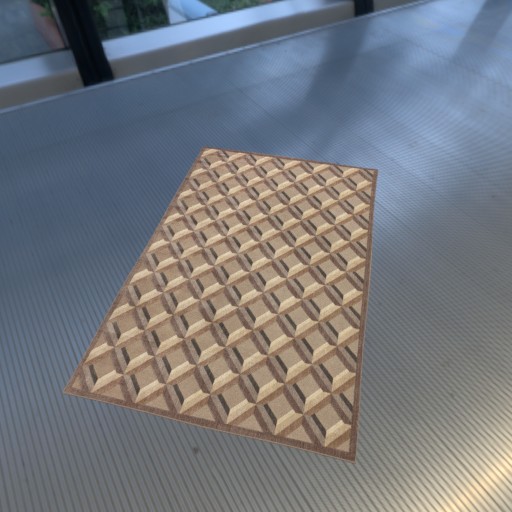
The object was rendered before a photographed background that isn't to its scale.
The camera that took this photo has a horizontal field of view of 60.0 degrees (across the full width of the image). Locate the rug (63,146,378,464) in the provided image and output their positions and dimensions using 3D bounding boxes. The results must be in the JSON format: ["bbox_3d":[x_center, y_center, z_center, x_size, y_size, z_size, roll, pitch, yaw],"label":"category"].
[{"bbox_3d":[0.000,0.000,2.093,1.066,0.011,1.677,10,47,9],"label":"rug"}]
